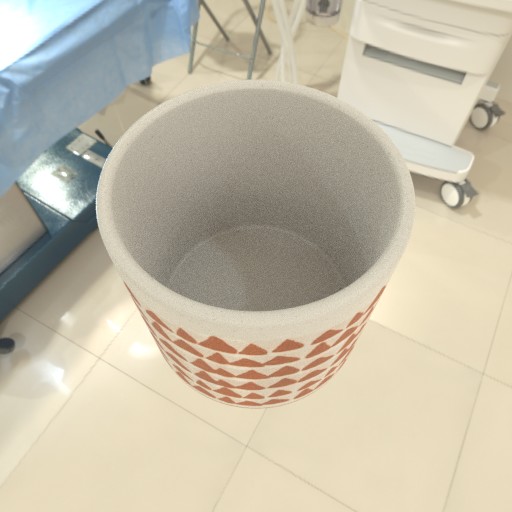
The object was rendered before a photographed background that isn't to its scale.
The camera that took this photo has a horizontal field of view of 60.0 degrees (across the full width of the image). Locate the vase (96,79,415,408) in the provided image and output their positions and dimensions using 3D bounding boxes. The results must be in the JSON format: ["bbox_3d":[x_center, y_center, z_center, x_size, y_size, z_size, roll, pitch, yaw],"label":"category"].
[{"bbox_3d":[0.000,0.000,0.244,0.137,0.127,0.137,0,58,0],"label":"vase"}]
